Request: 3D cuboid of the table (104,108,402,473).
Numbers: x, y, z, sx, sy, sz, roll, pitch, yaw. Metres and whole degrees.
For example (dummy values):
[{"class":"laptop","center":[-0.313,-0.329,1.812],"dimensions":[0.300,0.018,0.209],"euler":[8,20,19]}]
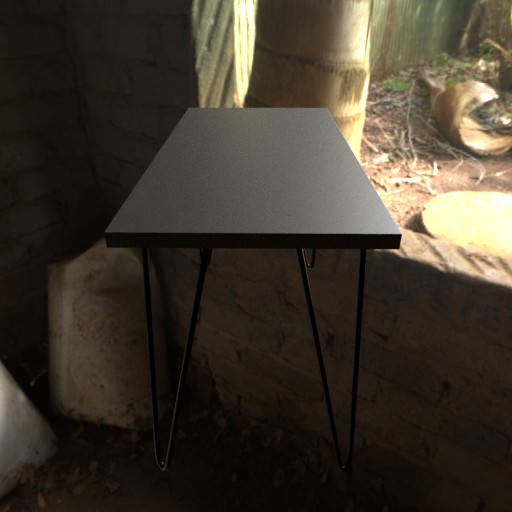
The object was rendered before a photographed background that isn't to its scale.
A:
[{"class":"table","center":[0.000,0.000,1.334],"dimensions":[0.499,0.660,0.991],"euler":[0,30,1]}]
